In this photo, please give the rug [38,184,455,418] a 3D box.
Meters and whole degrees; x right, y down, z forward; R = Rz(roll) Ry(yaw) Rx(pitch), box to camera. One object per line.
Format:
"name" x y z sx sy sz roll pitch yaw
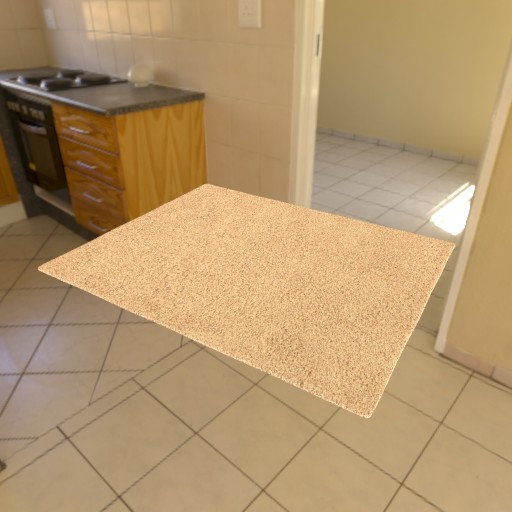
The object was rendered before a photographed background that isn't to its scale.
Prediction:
"rug" 0.000 0.000 4.102 3.047 0.029 2.438 17 34 27
